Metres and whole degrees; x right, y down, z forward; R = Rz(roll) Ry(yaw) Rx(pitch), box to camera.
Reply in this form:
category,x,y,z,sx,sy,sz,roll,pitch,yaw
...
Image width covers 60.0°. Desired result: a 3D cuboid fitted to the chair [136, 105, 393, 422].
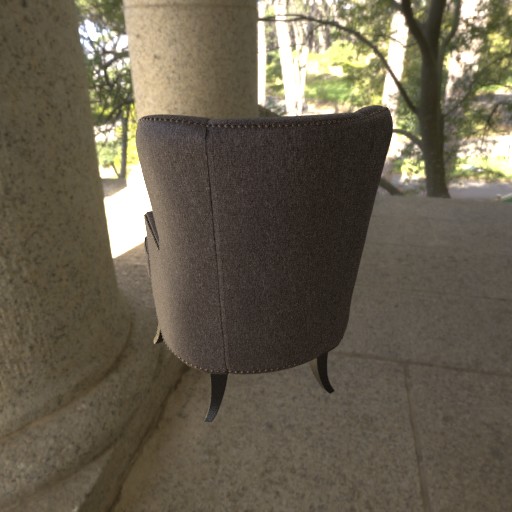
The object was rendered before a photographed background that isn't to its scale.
category,x,y,z,sx,sy,sz,roll,pitch,yaw
chair,0.000,0.000,1.596,0.759,1.060,0.758,-8,27,-16
